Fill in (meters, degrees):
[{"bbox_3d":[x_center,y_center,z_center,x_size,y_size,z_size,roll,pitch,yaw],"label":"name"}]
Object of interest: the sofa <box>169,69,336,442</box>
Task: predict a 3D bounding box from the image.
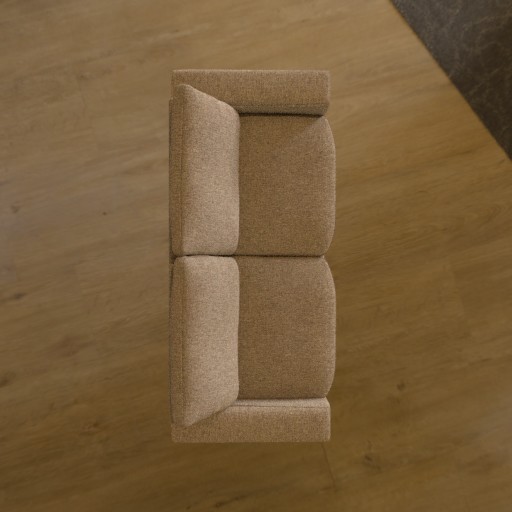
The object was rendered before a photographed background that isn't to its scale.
[{"bbox_3d":[0.000,0.000,2.830,1.040,0.922,2.299,0,90,-1],"label":"sofa"}]
